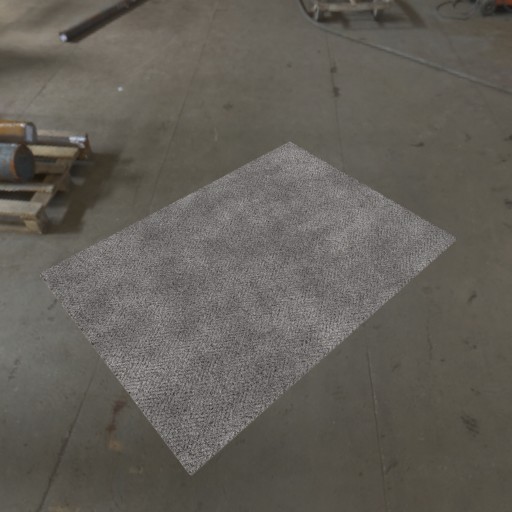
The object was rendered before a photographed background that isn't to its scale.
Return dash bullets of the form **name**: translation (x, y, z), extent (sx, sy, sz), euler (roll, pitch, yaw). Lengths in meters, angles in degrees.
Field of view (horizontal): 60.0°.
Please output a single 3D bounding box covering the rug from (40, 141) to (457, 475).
- **rug**: translation (0.000, 0.000, 2.895), extent (2.235, 0.008, 1.600), euler (-34, 55, -27)
